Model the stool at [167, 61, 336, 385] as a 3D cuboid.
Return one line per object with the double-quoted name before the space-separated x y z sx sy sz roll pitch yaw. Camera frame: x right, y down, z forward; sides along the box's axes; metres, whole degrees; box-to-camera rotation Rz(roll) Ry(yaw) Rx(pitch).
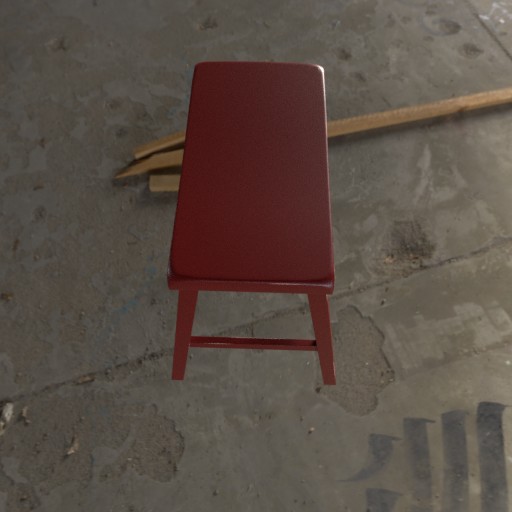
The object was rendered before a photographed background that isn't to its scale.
"stool" 0.000 0.000 1.053 0.476 0.737 0.457 2 64 1
